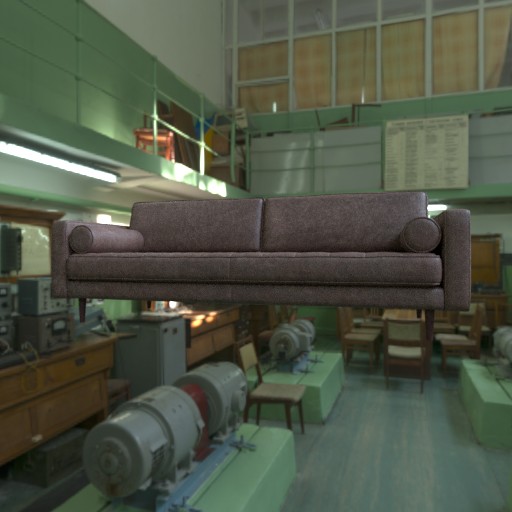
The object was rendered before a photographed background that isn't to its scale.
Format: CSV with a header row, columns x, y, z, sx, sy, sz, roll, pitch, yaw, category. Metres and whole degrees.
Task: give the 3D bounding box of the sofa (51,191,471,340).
x,y,z,sx,sy,sz,roll,pitch,yaw,category
0.000,0.000,2.627,2.210,0.762,0.914,0,0,17,sofa
